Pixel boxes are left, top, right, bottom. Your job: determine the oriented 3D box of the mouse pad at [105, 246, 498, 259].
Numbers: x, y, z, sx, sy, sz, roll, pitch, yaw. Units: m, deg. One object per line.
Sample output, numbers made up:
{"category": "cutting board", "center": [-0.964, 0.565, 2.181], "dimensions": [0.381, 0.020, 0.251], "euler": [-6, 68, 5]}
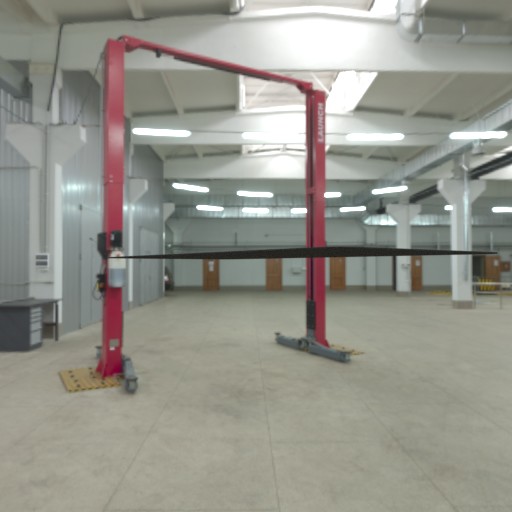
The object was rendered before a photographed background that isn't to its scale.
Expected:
{"category": "mouse pad", "center": [0.000, 0.000, 1.023], "dimensions": [0.424, 0.003, 0.907], "euler": [1, -2, -36]}
